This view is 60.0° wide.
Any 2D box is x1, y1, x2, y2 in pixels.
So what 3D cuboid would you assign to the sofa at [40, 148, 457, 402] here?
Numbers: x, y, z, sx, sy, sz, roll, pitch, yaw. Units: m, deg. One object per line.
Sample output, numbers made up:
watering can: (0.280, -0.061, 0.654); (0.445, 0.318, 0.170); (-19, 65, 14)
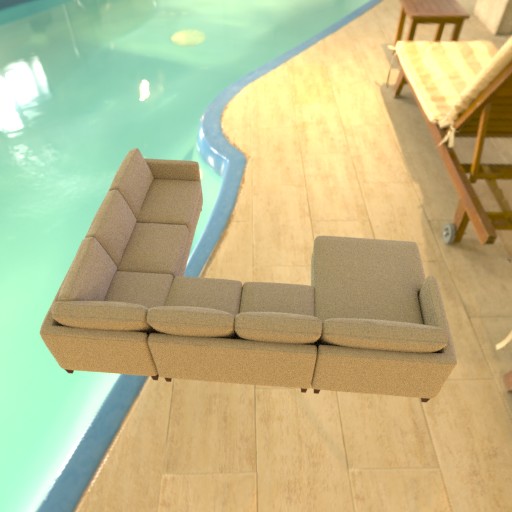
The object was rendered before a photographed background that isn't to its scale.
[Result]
sofa: (0.000, 0.000, 4.634); (3.460, 0.959, 2.593); (4, 47, 3)
